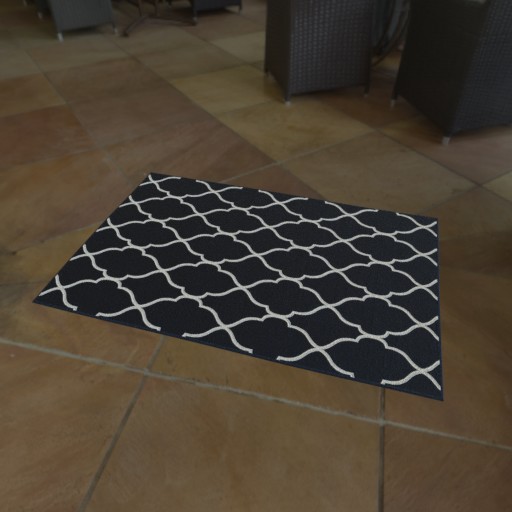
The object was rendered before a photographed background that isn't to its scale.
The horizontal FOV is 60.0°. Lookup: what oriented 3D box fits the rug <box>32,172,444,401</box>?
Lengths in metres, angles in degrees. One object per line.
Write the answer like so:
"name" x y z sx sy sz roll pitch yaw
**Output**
"rug" 0.000 0.000 2.880 2.290 0.014 1.526 11 42 12
